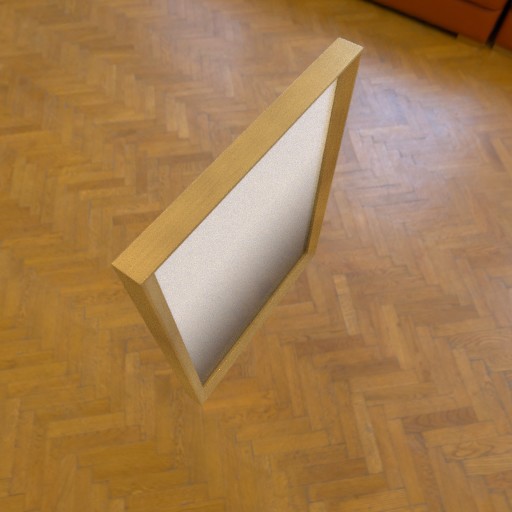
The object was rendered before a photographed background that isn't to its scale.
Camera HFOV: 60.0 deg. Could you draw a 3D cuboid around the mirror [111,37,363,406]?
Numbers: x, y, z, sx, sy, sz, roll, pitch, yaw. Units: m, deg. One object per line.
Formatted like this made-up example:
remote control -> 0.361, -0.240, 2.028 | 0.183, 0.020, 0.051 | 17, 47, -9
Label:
mirror -> 0.000, 0.000, 0.696 | 0.041, 0.509, 0.406 | 32, 65, 17
